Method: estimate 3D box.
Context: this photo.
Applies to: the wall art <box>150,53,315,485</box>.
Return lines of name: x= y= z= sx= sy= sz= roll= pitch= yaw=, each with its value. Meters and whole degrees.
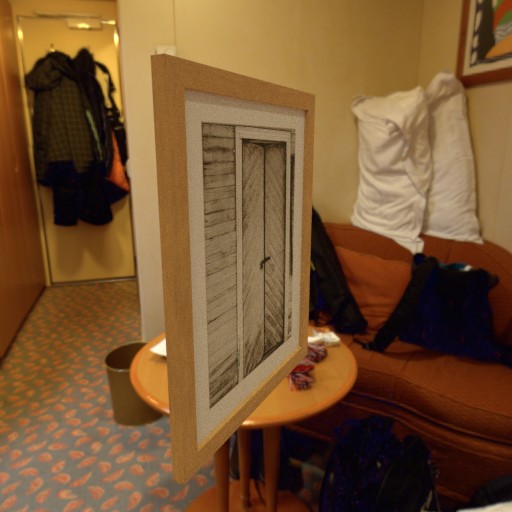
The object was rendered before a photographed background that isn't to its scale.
wall art: x=0.000 y=0.000 z=0.755 sx=0.020 sy=0.561 sz=0.460 roll=7 pitch=16 yaw=27
